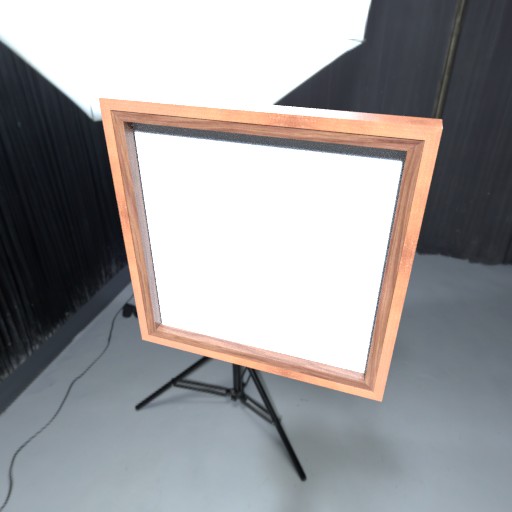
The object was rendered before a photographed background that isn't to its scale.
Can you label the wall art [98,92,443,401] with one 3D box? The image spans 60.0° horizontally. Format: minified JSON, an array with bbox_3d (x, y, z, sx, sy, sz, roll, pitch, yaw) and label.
[{"bbox_3d":[0.000,0.000,0.615,0.403,0.403,0.035,10,34,16],"label":"wall art"}]
